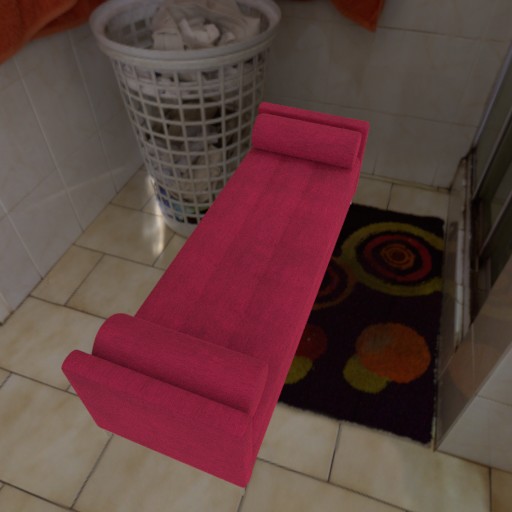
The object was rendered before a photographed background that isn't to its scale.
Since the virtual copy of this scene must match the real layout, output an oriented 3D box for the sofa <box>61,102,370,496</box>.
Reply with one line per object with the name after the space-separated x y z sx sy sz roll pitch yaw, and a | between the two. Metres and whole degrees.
0.000 0.000 2.274 0.686 0.635 1.981 16 49 14 | sofa
